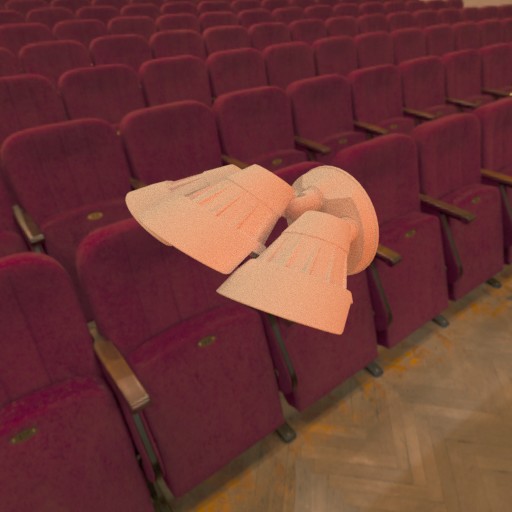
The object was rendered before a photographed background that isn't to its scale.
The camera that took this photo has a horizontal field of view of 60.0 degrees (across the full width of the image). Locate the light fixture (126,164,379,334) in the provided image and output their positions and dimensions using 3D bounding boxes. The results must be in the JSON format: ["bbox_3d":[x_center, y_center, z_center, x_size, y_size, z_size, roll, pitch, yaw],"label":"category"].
[{"bbox_3d":[0.000,0.000,0.561,0.278,0.237,0.369,-22,39,-31],"label":"light fixture"}]
